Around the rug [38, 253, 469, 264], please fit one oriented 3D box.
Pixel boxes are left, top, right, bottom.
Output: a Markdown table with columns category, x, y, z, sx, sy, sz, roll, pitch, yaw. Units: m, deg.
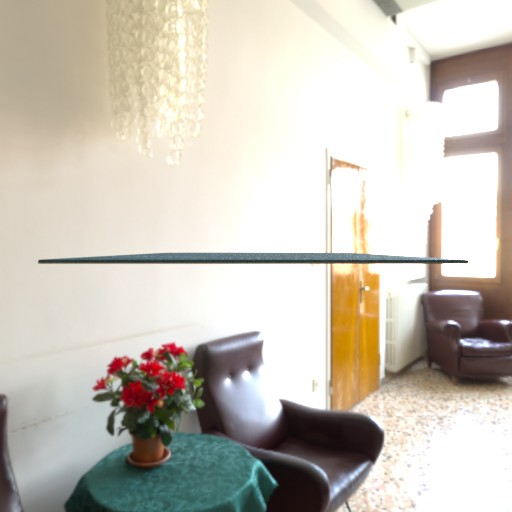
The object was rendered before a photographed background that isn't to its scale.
| category | x | y | z | sx | sy | sz | roll | pitch | yaw |
| --- | --- | --- | --- | --- | --- | --- | --- | --- | --- |
| rug | 0.000 | 0.000 | 2.655 | 1.543 | 0.015 | 2.144 | 0 | 1 | 1 |
